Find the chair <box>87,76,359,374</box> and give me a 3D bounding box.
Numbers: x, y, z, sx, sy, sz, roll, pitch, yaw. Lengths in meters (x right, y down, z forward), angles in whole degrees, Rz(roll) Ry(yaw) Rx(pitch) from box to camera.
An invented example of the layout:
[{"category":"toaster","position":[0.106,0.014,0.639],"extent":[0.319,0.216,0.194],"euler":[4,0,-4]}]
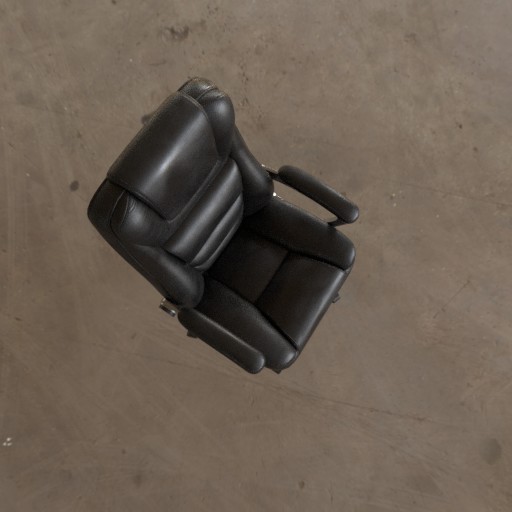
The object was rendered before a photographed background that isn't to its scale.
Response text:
[{"category":"chair","position":[0.000,0.000,1.507],"extent":[0.689,1.075,0.697],"euler":[32,77,9]}]
